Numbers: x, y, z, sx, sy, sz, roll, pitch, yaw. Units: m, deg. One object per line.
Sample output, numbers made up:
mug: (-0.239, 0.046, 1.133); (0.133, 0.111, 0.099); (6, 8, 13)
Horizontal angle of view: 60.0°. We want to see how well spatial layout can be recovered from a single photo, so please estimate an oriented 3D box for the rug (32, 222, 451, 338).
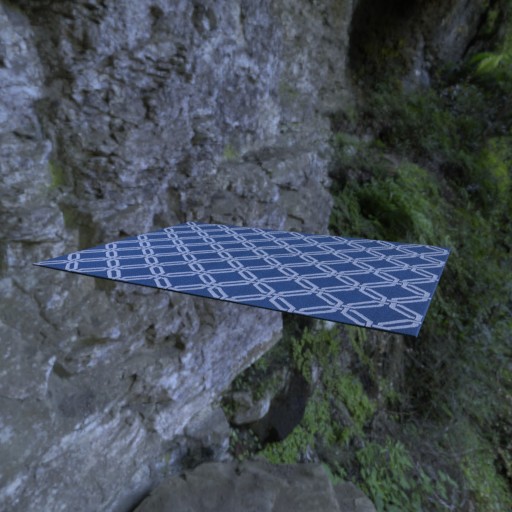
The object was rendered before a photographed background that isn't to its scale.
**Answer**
rug: (0.000, 0.000, 4.339); (3.342, 0.018, 2.432); (7, 16, 26)
